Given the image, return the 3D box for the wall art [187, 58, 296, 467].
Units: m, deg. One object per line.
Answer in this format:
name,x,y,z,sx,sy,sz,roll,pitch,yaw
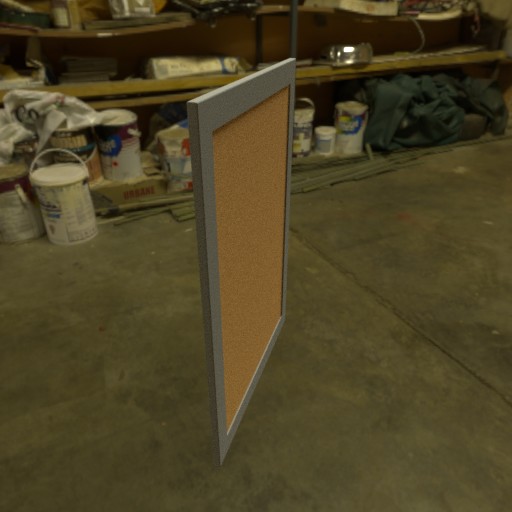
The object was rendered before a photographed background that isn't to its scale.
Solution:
wall art,0.000,0.000,0.690,0.012,0.529,0.374,9,31,16
